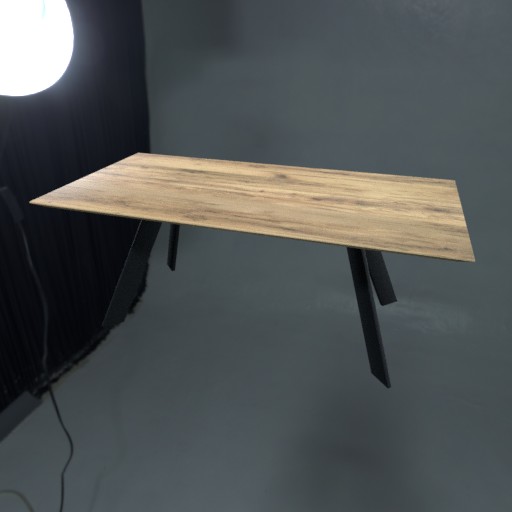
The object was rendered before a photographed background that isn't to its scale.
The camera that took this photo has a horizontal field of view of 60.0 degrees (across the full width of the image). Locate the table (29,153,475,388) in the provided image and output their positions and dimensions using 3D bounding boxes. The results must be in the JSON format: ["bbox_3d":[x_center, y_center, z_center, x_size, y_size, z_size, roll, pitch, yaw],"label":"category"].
[{"bbox_3d":[0.000,0.000,2.487,2.000,0.770,1.000,8,28,16],"label":"table"}]
